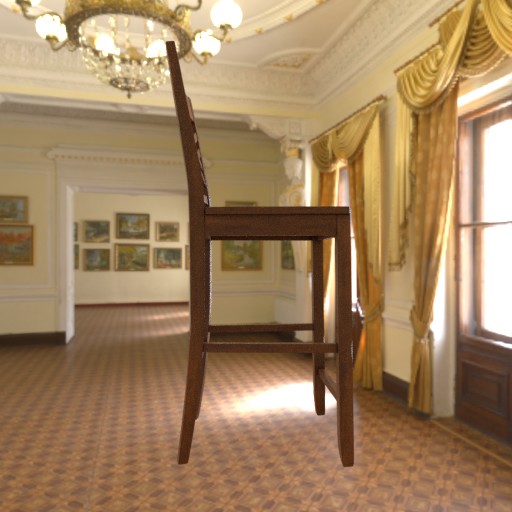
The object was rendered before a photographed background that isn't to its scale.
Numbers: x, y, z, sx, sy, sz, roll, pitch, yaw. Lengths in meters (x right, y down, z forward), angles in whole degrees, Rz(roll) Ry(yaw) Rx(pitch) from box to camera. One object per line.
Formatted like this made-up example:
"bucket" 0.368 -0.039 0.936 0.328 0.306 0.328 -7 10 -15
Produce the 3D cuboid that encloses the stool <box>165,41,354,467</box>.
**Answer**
"stool" 0.000 0.000 1.347 0.504 1.098 0.426 0 0 -3
